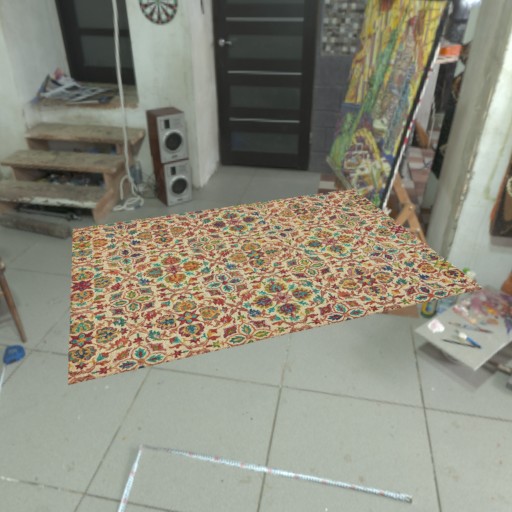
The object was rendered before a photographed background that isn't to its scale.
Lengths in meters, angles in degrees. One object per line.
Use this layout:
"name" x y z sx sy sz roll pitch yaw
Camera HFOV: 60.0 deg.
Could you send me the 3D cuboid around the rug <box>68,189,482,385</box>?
"rug" 0.000 0.000 2.331 1.838 0.013 1.226 -10 33 -16
